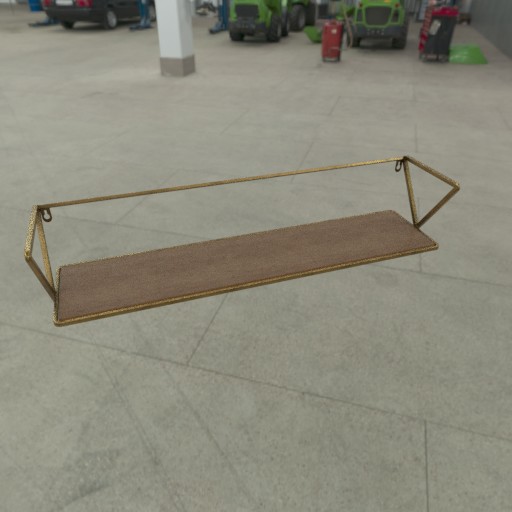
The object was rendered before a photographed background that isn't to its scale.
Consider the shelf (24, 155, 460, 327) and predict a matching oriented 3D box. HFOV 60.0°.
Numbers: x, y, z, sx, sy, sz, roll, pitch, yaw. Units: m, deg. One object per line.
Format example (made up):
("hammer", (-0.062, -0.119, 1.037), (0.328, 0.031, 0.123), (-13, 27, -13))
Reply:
("shelf", (0.000, 0.000, 0.745), (0.645, 0.229, 0.150), (-10, 34, -16))
